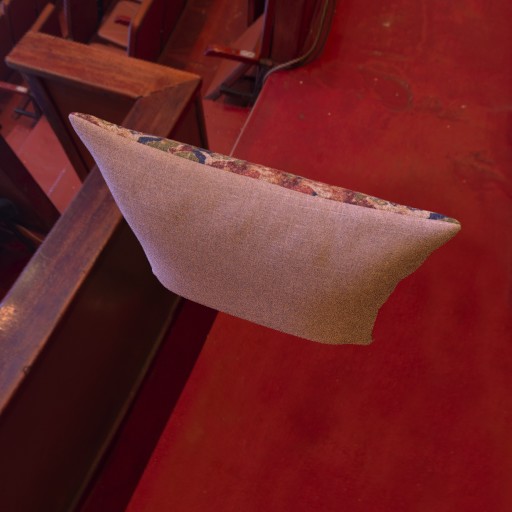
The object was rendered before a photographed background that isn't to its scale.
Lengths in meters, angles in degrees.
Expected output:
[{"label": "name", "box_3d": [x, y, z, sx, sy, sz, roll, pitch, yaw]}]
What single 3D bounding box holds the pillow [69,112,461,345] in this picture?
[{"label": "pillow", "box_3d": [0.000, 0.000, 0.773, 0.523, 0.506, 0.166, 18, 64, 9]}]
